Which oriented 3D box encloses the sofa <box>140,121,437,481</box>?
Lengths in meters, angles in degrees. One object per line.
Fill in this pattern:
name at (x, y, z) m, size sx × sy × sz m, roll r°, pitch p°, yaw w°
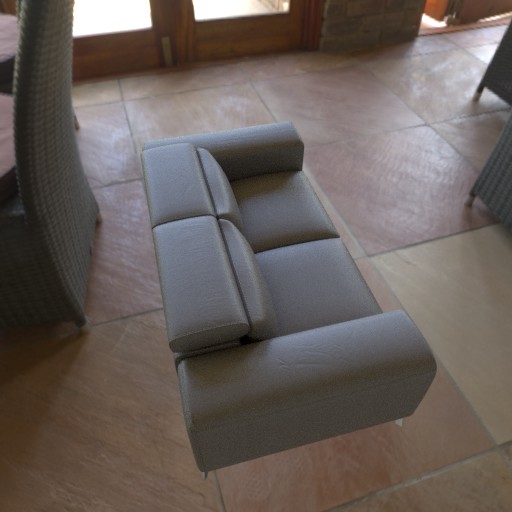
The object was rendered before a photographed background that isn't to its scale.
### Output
sofa at (0.000, 0.000, 2.423) m, size 1.024 × 0.753 × 1.930 m, roll -11°, pitch 48°, yaw -10°
